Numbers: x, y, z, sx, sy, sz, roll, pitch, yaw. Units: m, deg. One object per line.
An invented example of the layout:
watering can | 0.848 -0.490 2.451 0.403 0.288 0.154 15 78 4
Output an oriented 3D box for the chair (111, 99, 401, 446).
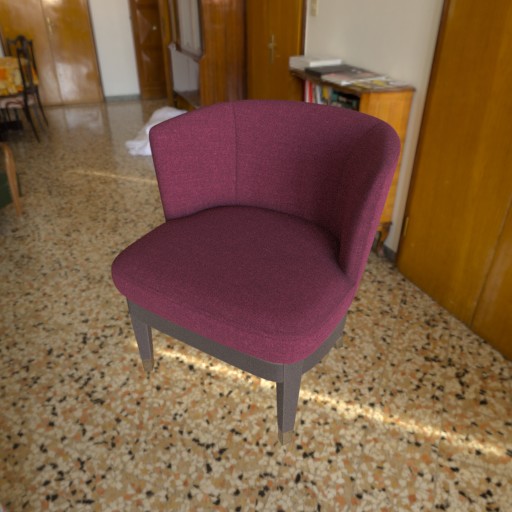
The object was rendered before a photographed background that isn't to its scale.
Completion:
chair | 0.000 0.000 1.302 0.700 0.760 0.660 18 35 27
